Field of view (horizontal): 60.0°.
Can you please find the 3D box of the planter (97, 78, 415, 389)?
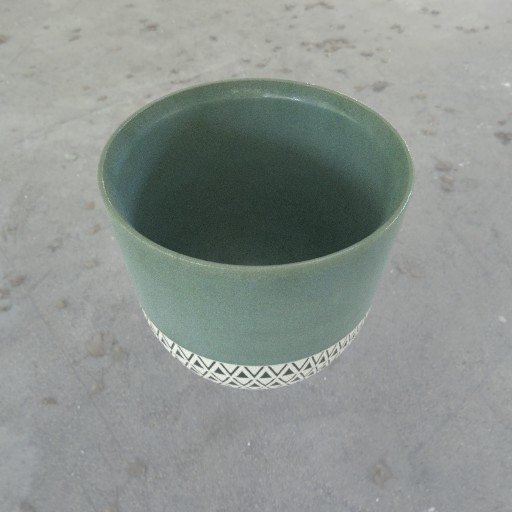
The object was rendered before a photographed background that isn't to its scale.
[{"bbox_3d":[0.000,0.000,0.480,0.266,0.270,0.266,0,48,0],"label":"planter"}]
